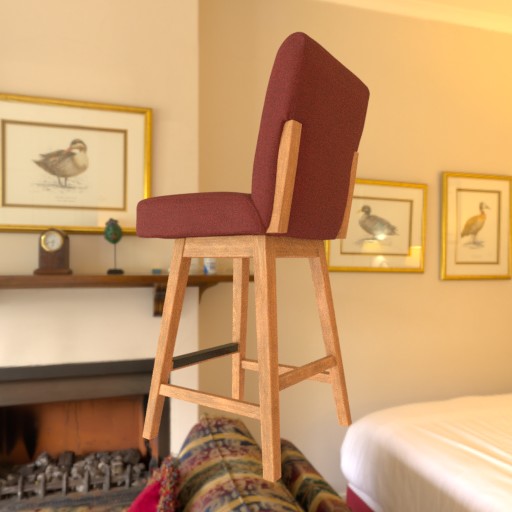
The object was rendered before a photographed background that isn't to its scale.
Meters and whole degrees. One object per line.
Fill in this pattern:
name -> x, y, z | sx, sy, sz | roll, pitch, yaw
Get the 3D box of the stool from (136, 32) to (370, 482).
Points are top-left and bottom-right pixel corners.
stool -> 0.000, 0.000, 1.312 | 0.562, 1.038, 0.468 | 0, -1, 35
